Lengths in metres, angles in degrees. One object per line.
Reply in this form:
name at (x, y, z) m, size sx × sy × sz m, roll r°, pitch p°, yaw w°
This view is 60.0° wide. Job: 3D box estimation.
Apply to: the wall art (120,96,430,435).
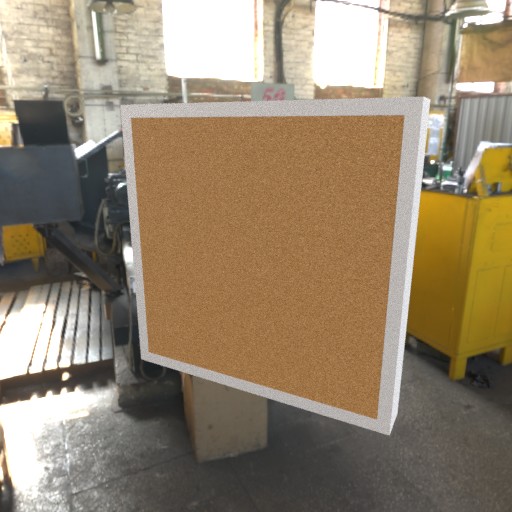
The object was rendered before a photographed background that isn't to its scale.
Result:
wall art at (0.000, 0.000, 0.460) m, size 0.305 × 0.302 × 0.038 m, roll 9°, pitch 18°, yaw 27°
